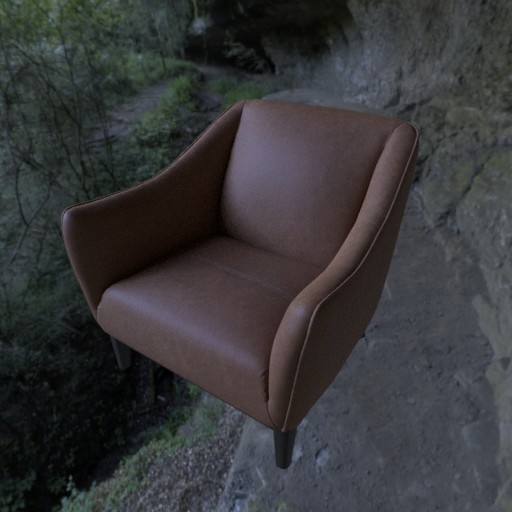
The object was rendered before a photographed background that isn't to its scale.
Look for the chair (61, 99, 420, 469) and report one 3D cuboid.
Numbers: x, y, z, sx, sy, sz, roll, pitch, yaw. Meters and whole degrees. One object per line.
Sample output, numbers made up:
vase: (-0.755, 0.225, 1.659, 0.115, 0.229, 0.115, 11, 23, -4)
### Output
chair: (0.000, 0.000, 1.473, 0.871, 0.830, 0.852, 20, 36, 30)
